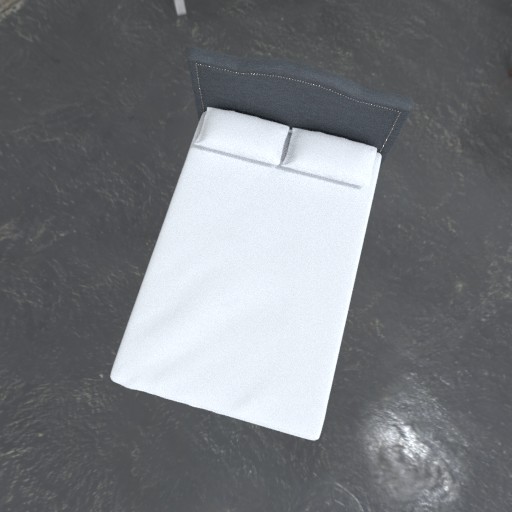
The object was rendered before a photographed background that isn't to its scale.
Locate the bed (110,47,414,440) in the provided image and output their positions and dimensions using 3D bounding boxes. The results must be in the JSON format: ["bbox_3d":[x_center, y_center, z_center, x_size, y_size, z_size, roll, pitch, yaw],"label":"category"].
[{"bbox_3d":[0.000,0.000,3.475,1.747,1.441,2.507,15,75,4],"label":"bed"}]
